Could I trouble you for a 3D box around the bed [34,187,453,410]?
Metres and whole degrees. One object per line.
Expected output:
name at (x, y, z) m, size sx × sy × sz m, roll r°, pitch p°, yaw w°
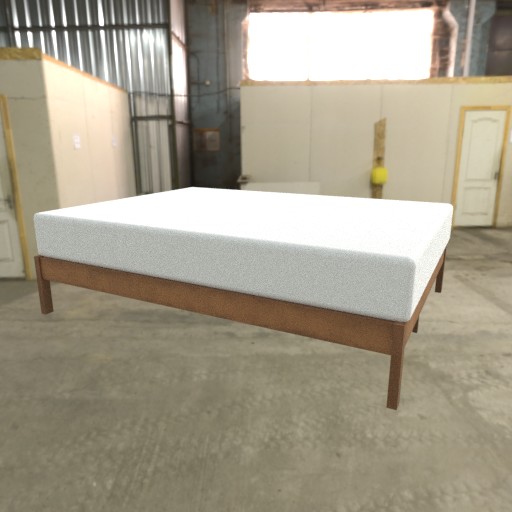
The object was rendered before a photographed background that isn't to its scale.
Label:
bed at (0.000, 0.000, 2.716) m, size 2.050 × 0.593 × 1.529 m, roll 8°, pitch 17°, yaw 27°
